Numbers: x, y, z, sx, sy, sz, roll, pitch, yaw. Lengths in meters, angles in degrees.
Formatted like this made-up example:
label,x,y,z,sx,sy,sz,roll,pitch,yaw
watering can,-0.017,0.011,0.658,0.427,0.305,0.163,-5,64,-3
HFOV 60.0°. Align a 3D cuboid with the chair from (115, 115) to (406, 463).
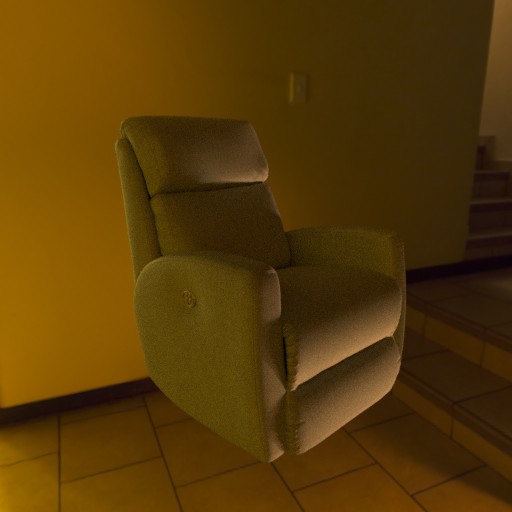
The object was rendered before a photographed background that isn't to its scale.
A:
label,x,y,z,sx,sy,sz,roll,pitch,yaw
chair,0.000,0.000,1.652,0.794,1.016,0.940,-13,19,-42
